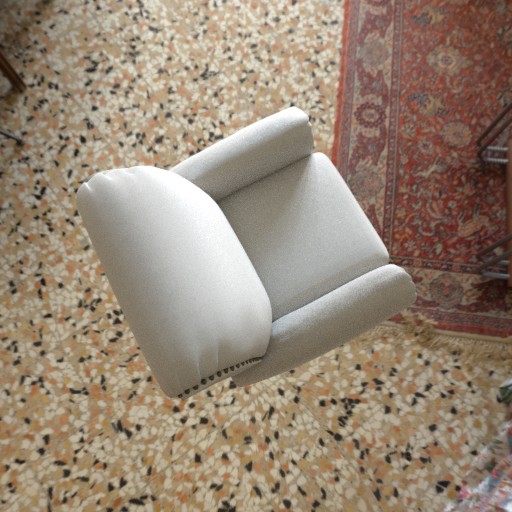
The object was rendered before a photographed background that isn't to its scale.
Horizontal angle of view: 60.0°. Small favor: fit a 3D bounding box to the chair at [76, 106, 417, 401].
[{"bbox_3d":[0.000,0.000,1.642,0.890,0.927,0.854,-27,76,-7],"label":"chair"}]
